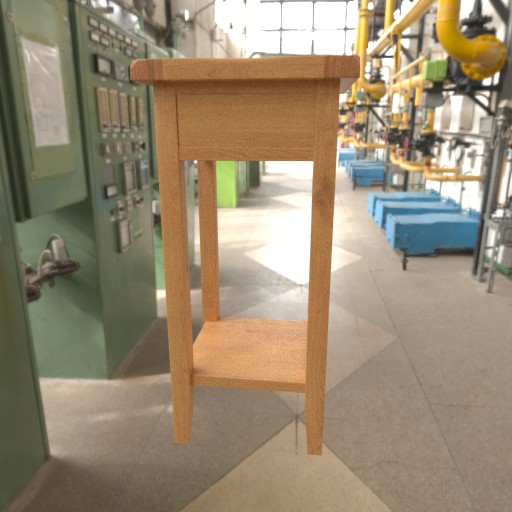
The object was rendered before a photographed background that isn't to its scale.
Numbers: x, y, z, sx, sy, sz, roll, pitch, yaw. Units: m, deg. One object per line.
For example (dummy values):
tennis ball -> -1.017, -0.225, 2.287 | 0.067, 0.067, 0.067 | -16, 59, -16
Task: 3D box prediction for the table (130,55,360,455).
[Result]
table -> 0.000, 0.000, 0.954 | 0.360, 0.740, 0.360 | 2, 16, 7
